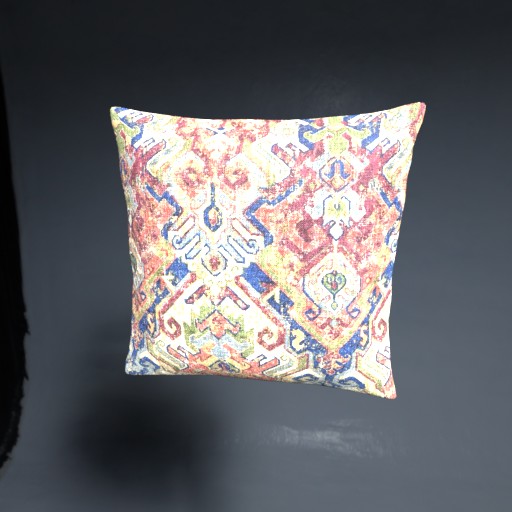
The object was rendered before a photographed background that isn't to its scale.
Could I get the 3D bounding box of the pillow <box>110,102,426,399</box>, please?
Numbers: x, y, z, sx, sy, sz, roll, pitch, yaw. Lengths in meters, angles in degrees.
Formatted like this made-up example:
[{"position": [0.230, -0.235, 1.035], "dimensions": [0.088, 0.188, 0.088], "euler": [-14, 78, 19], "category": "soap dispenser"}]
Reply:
[{"position": [0.000, 0.000, 0.779], "dimensions": [0.523, 0.506, 0.166], "euler": [3, 15, 9], "category": "pillow"}]
